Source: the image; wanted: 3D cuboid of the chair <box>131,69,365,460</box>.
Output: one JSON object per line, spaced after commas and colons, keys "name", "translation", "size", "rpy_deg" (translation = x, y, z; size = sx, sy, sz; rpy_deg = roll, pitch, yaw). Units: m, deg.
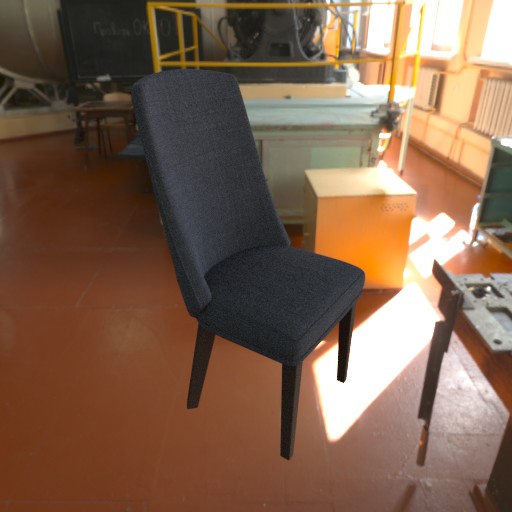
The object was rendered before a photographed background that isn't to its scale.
{"name": "chair", "translation": [0.000, 0.000, 1.376], "size": [0.577, 1.050, 0.510], "rpy_deg": [17, 31, 30]}
